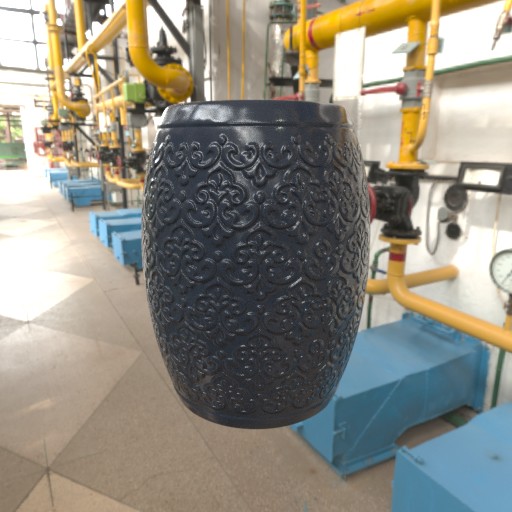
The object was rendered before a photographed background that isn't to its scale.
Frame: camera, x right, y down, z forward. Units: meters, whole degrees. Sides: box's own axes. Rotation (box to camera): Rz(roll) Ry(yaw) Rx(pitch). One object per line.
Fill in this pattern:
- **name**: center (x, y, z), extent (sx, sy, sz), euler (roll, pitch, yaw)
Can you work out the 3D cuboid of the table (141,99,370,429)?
- **table**: center (0.000, 0.000, 0.622), extent (0.309, 0.397, 0.309), euler (0, 14, 0)
